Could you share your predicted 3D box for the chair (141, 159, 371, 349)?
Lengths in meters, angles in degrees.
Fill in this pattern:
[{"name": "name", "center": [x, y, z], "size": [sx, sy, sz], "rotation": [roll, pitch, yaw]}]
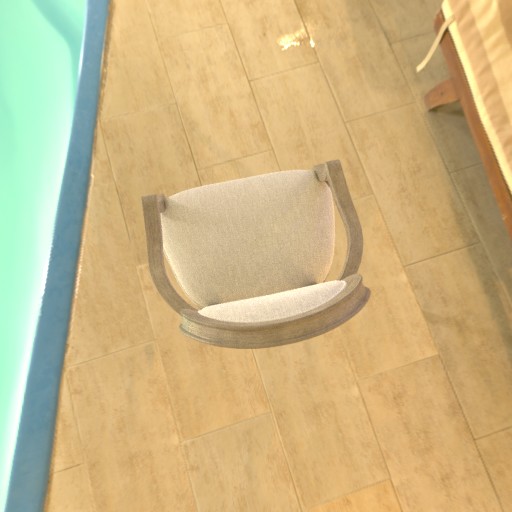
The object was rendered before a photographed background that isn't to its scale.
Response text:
[{"name": "chair", "center": [0.000, 0.000, 1.358], "size": [0.611, 0.991, 0.602], "rotation": [-11, 76, -3]}]
